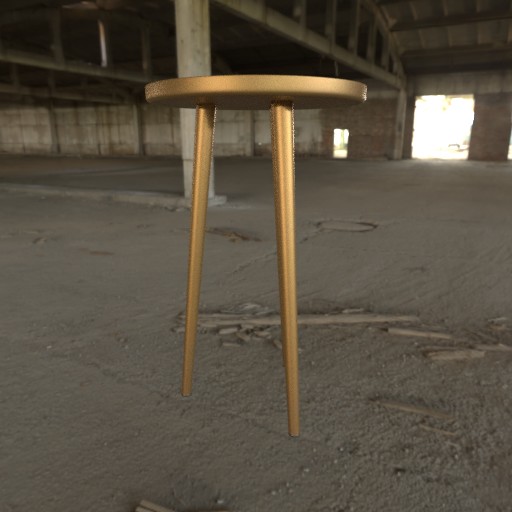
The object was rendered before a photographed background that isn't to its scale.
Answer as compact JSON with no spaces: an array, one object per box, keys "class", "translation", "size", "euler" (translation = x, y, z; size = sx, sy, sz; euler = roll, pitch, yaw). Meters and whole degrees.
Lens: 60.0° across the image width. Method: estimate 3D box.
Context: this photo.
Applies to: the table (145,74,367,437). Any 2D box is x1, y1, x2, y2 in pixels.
[{"class":"table","translation":[0.000,0.000,0.677],"size":[0.299,0.480,0.299],"euler":[8,17,27]}]
